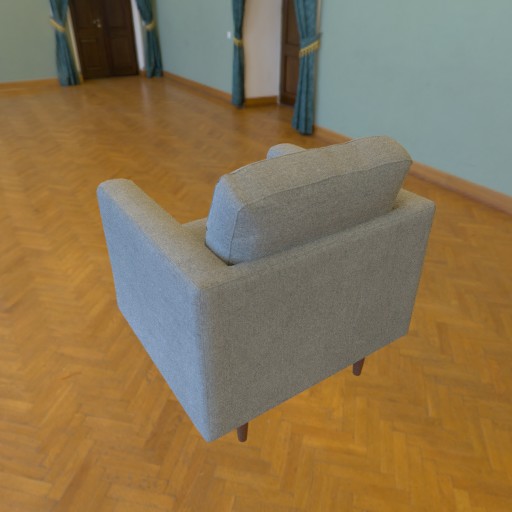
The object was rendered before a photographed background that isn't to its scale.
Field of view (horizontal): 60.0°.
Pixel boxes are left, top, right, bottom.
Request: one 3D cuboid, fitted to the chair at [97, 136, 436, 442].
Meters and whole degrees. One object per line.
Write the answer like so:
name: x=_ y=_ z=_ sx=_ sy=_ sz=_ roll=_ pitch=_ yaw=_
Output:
chair: x=0.000 y=0.000 z=1.576 sx=0.855 sy=0.927 sz=0.800 roll=-19 pitch=36 yaw=-28
